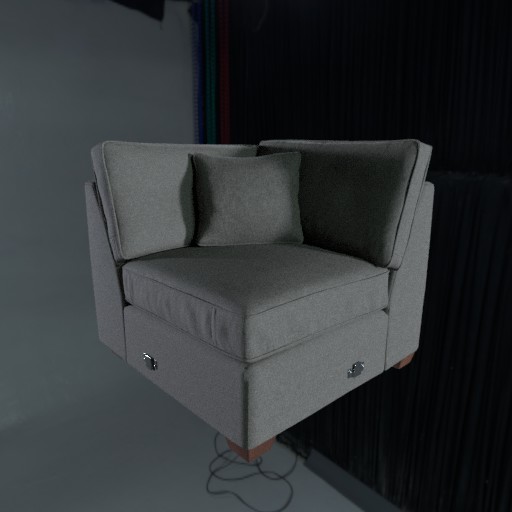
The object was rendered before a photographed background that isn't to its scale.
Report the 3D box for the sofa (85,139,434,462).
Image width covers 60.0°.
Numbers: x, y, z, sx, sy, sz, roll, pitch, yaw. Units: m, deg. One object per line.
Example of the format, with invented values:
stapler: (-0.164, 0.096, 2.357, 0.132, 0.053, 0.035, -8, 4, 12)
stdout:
sofa: (0.000, 0.000, 1.963, 1.084, 1.002, 1.146, -13, 19, -41)
